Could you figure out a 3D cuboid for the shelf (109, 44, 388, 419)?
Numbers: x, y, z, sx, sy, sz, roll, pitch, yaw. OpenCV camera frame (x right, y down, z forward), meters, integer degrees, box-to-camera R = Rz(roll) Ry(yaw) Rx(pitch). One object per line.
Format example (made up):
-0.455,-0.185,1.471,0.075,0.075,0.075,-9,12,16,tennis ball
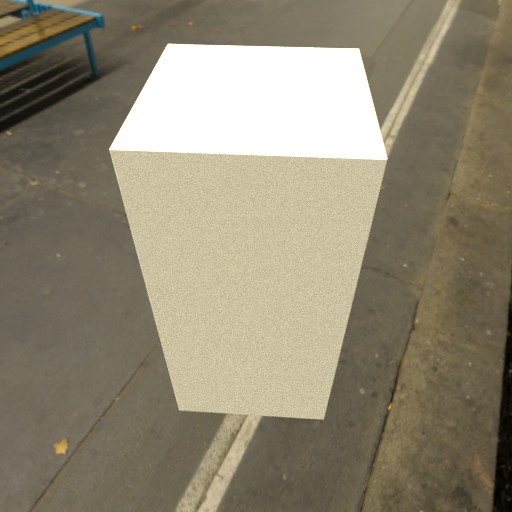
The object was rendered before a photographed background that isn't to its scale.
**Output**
0.000,0.000,0.770,0.290,0.594,0.297,3,45,3,shelf
